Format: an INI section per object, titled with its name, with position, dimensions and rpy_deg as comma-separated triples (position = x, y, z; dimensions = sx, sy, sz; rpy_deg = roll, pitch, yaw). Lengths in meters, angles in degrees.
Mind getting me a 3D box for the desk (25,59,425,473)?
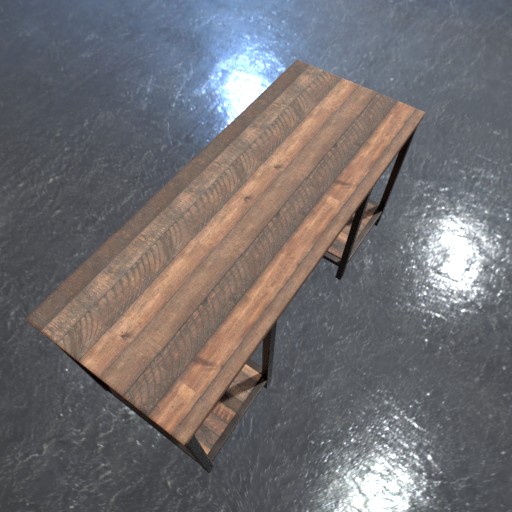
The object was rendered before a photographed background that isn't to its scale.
[desk]
position = 0.000, 0.000, 1.887
dimensions = 0.617, 0.753, 1.538
rpy_deg = 30, 63, 18
